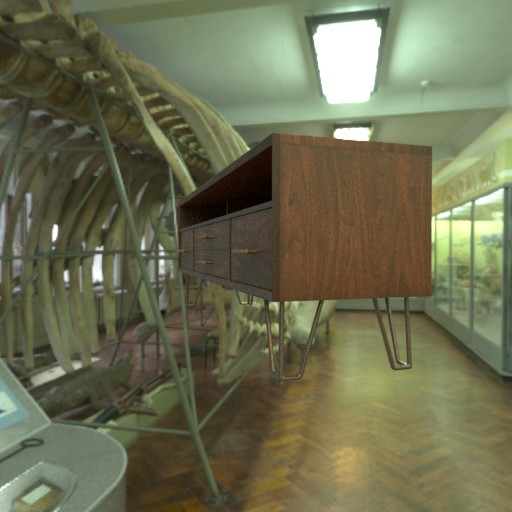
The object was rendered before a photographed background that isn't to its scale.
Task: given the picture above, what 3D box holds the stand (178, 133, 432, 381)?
[{"bbox_3d":[0.000,0.000,1.900,0.481,0.610,1.626,0,1,-18],"label":"stand"}]
